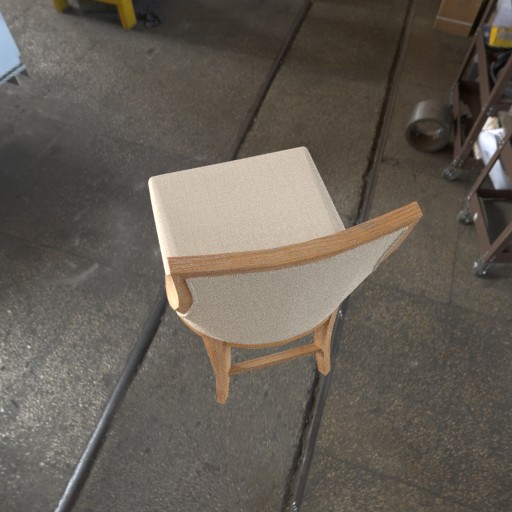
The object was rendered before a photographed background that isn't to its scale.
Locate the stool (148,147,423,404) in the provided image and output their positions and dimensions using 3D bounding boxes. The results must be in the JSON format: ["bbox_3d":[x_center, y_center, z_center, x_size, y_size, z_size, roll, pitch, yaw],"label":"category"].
[{"bbox_3d":[0.000,0.000,1.260,0.524,0.938,0.626,-13,58,-8],"label":"stool"}]
